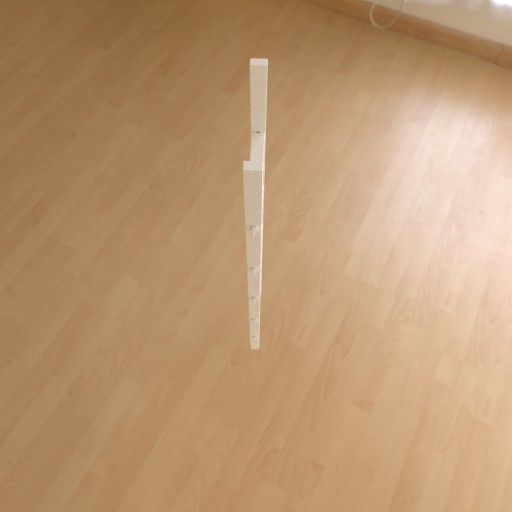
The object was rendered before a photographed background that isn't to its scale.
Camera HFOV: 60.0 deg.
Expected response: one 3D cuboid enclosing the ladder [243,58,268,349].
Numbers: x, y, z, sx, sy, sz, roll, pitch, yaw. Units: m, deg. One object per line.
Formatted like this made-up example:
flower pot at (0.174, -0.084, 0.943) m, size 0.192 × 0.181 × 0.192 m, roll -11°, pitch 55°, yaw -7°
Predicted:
ladder at (0.000, 0.000, 2.009) m, size 0.051 × 1.797 × 0.452 m, roll 2°, pitch 64°, yaw 1°
